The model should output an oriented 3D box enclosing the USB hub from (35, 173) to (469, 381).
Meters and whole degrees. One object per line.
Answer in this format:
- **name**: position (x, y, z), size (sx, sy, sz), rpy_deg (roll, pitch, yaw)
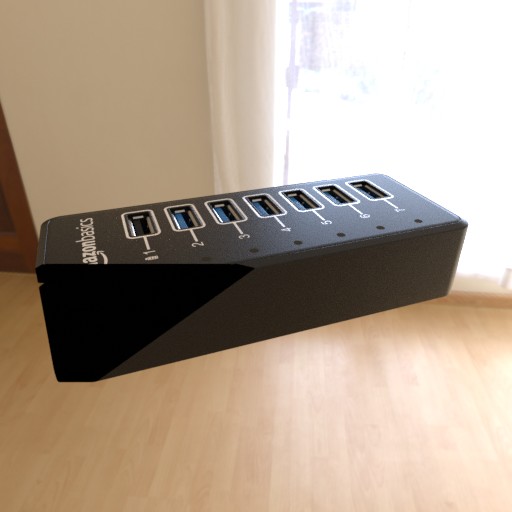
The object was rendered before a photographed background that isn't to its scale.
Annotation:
- **USB hub**: position (0.000, 0.000, 0.126), size (0.110, 0.023, 0.044), rpy_deg (-10, 32, -17)
